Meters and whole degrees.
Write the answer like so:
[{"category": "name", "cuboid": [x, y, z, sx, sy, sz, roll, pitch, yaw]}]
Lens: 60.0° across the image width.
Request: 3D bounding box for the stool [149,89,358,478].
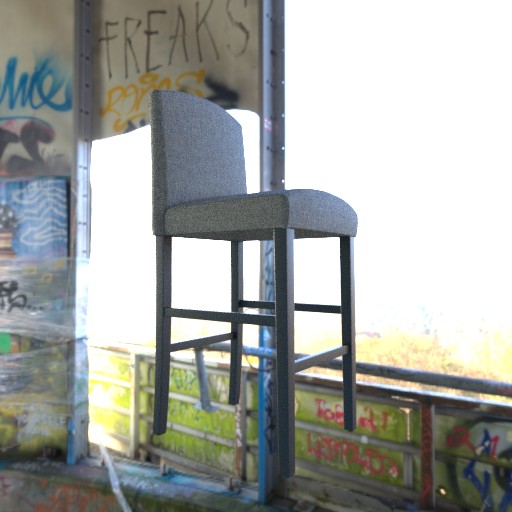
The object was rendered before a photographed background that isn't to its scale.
[{"category": "stool", "cuboid": [0.000, 0.000, 1.443, 0.552, 1.138, 0.451, -1, -2, 36]}]
